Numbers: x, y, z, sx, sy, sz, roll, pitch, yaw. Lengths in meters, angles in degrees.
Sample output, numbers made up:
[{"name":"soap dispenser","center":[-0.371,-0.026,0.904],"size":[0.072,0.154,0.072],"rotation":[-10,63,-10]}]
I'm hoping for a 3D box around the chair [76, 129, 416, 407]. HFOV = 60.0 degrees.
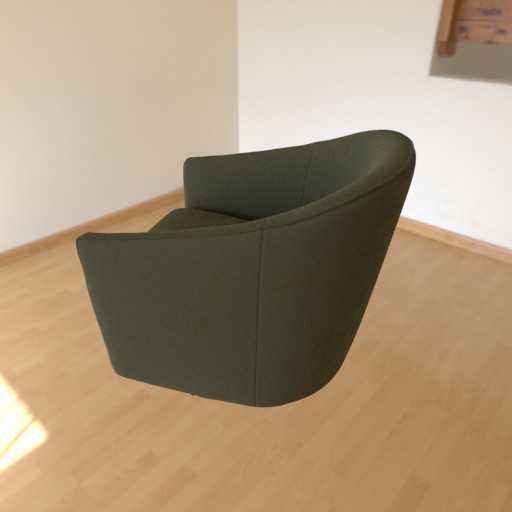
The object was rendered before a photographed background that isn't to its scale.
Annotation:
[{"name":"chair","center":[0.000,0.000,1.455],"size":[0.875,0.799,0.747],"rotation":[9,32,15]}]
